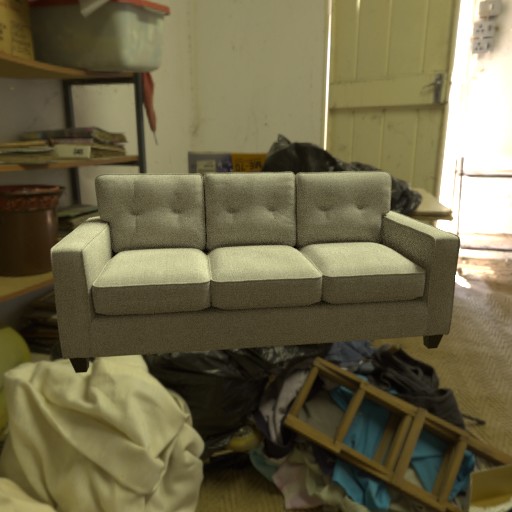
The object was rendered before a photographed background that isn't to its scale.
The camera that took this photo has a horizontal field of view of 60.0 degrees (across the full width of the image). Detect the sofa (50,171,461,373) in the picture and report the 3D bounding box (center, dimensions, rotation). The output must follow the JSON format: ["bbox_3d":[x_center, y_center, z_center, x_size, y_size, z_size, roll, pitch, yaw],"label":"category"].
[{"bbox_3d":[0.000,0.000,2.704,2.133,0.965,0.939,-2,15,-8],"label":"sofa"}]
